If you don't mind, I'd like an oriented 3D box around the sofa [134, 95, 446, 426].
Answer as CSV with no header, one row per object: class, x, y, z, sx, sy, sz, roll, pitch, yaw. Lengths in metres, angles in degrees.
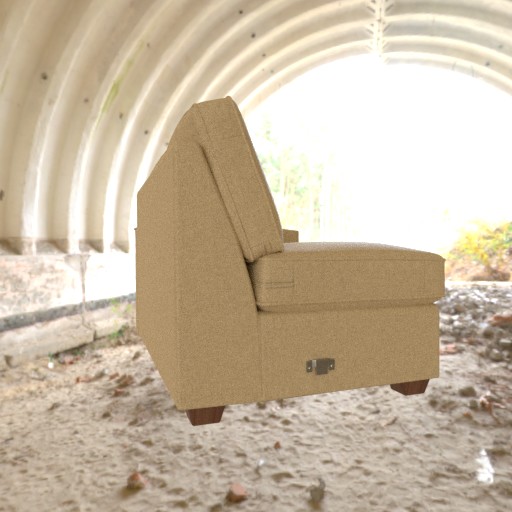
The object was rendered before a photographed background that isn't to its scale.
sofa,0.000,0.000,2.051,0.991,0.989,1.388,0,1,-20
